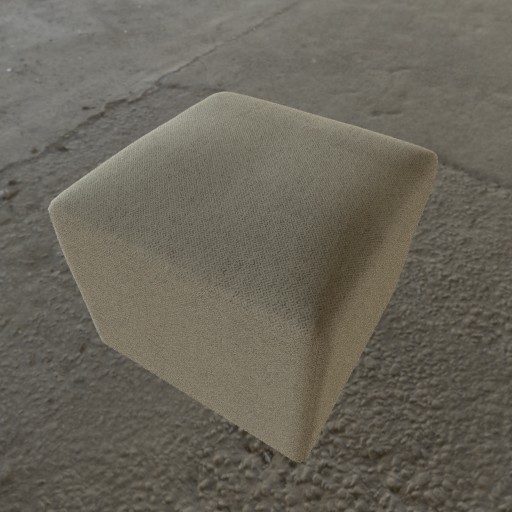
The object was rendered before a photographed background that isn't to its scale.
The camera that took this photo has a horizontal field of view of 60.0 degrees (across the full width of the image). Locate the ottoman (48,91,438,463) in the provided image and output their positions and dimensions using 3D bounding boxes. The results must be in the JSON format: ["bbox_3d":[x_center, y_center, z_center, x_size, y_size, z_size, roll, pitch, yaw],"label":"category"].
[{"bbox_3d":[0.000,0.000,0.911,0.521,0.453,0.512,24,50,22],"label":"ottoman"}]
